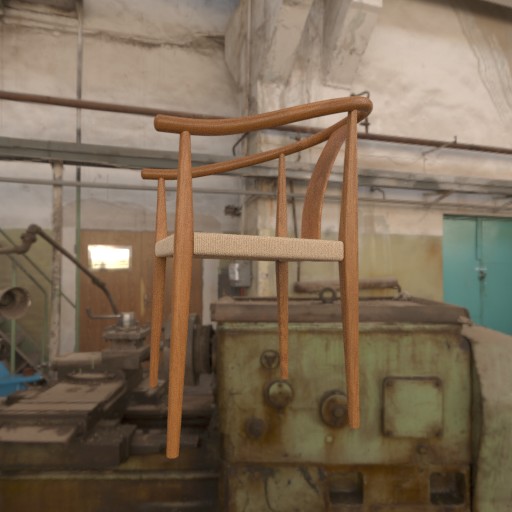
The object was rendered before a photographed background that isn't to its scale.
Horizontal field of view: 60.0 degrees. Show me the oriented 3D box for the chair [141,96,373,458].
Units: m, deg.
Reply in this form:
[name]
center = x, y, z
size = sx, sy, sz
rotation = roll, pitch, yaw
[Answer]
[chair]
center = 0.000, 0.000, 1.195
size = 0.579, 0.800, 0.556
rotation = 0, -1, -17
